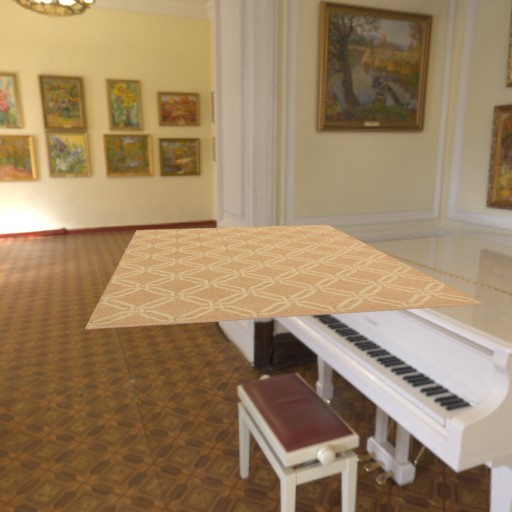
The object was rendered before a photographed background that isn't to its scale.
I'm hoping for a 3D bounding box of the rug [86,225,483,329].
[{"bbox_3d":[0.000,0.000,3.866,2.288,0.018,2.895,-2,14,-9],"label":"rug"}]
